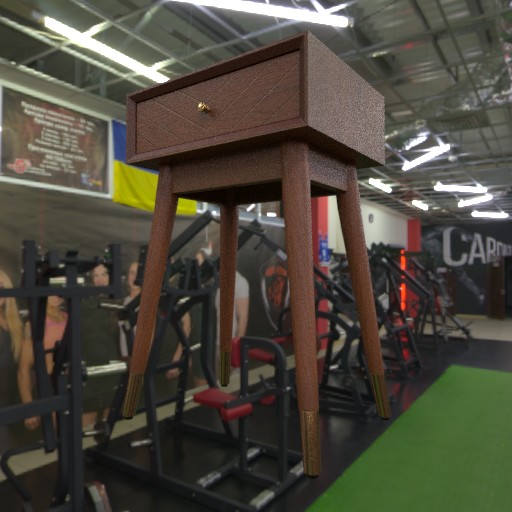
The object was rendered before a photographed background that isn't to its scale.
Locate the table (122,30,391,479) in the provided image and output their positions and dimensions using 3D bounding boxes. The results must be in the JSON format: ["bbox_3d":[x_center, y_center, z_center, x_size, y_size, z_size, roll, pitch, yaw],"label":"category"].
[{"bbox_3d":[0.000,0.000,0.821,0.406,0.599,0.300,-1,-2,36],"label":"table"}]
